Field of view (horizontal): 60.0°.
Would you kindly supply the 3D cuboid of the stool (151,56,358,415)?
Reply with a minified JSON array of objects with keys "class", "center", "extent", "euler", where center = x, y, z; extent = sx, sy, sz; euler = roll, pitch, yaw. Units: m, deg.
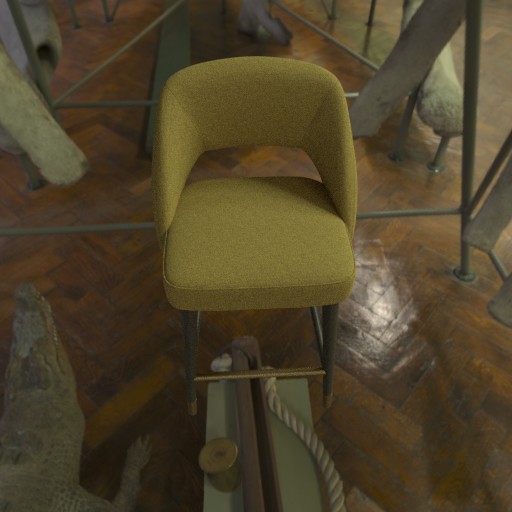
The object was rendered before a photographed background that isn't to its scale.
[{"class":"stool","center":[0.000,0.000,1.282],"extent":[0.536,0.939,0.522],"euler":[-2,47,-2]}]
